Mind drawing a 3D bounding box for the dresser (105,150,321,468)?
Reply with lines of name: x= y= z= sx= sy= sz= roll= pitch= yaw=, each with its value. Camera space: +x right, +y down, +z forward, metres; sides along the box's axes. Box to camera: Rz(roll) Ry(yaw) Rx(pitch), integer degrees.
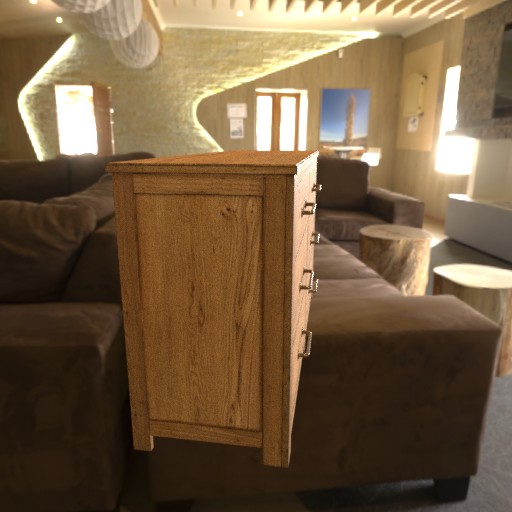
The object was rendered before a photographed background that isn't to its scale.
dresser: x=0.000 y=0.000 z=2.084 sx=0.563 sy=0.932 sz=1.657 roll=2 pitch=15 yaw=9
